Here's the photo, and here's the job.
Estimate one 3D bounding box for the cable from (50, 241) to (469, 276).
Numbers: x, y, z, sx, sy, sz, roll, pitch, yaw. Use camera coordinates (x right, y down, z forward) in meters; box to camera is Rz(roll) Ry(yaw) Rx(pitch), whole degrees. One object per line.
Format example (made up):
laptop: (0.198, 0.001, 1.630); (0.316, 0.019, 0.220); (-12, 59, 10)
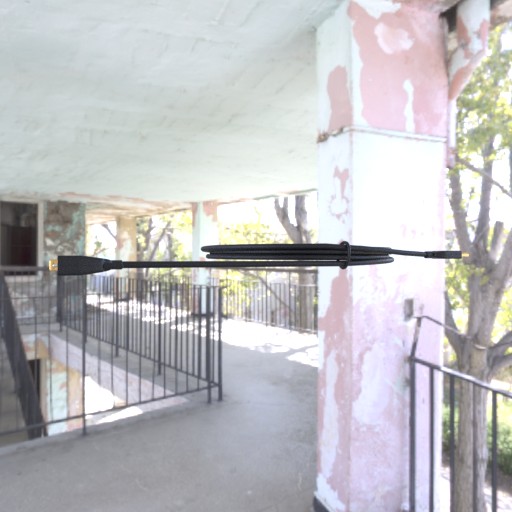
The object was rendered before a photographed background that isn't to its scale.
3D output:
cable: (0.000, 0.000, 0.527); (0.422, 0.030, 0.257); (0, 0, -19)
